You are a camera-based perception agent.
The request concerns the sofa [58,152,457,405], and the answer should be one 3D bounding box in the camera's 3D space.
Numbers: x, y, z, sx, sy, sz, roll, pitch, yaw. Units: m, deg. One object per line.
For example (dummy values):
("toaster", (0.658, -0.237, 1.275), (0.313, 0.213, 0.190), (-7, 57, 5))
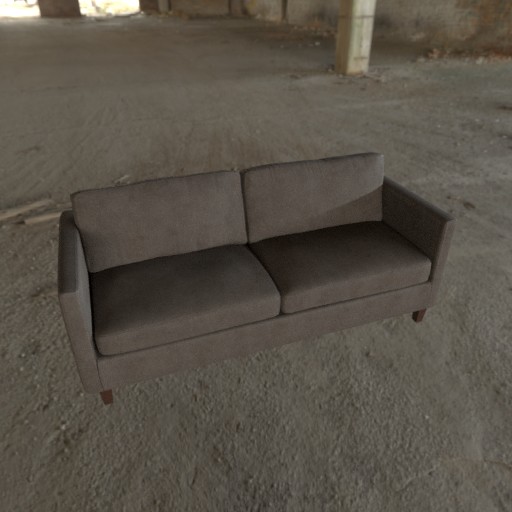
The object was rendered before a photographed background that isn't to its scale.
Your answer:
("sofa", (0.000, 0.000, 2.760), (2.208, 0.965, 0.951), (-11, 33, -17))
